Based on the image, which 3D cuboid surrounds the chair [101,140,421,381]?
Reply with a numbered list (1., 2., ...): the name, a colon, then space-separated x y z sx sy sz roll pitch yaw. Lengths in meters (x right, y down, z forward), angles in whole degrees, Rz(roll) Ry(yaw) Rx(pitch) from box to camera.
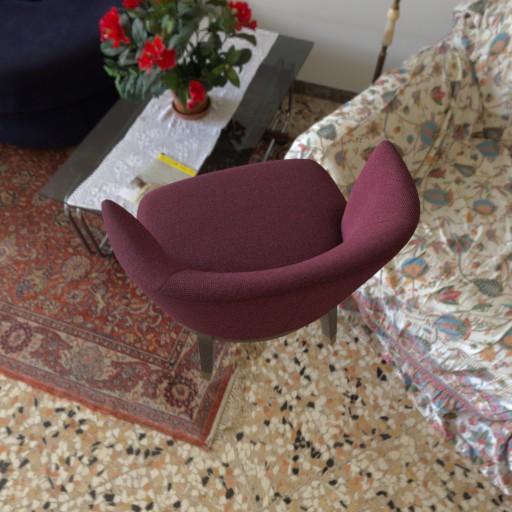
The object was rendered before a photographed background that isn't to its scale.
1. chair: 0.000 0.000 1.289 0.700 0.760 0.660 -14 58 -9
